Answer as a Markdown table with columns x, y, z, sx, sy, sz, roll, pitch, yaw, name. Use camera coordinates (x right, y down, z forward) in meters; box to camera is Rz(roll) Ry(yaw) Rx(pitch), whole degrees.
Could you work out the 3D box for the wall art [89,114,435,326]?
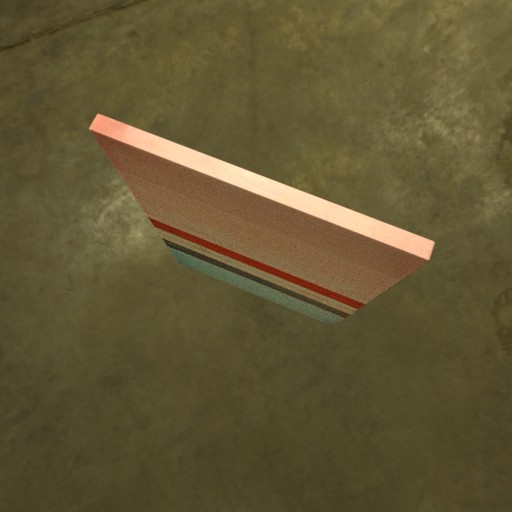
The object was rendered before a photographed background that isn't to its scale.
| x | y | z | sx | sy | sz | roll | pitch | yaw | name |
| --- | --- | --- | --- | --- | --- | --- | --- | --- | --- |
| 0.000 | 0.000 | 1.178 | 0.610 | 0.914 | 0.038 | 22 | 76 | 6 | wall art |
